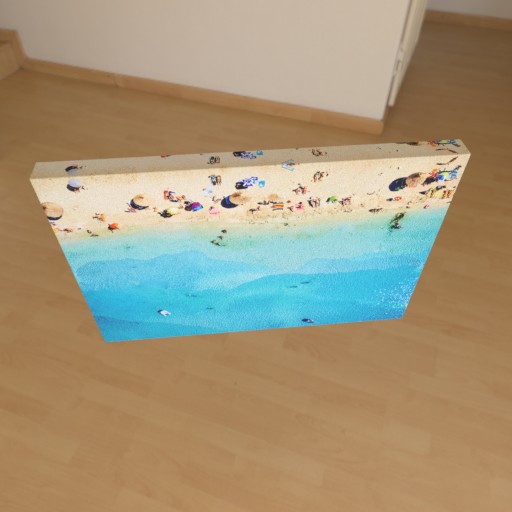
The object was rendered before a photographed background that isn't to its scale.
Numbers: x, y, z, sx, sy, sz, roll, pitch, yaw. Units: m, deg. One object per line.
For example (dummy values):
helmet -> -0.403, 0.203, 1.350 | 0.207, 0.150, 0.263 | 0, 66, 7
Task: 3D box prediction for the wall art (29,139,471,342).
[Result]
wall art -> 0.000, 0.000, 1.129 | 0.894, 0.595, 0.057 | -4, 47, -4
